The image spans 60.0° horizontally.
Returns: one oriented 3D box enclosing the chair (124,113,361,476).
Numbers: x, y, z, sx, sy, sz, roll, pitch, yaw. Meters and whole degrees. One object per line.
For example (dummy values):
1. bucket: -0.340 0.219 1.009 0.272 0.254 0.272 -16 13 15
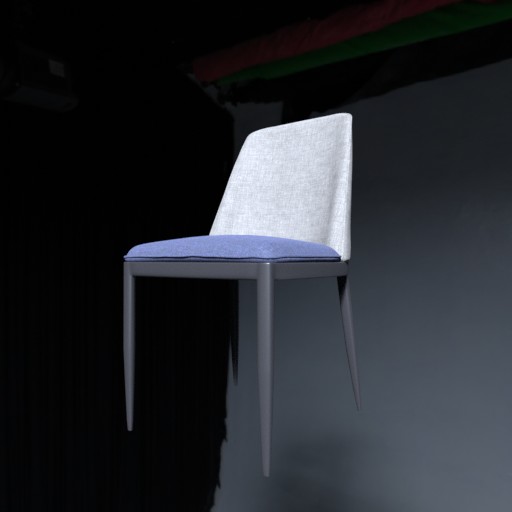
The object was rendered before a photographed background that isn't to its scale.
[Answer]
1. chair: 0.000 0.000 1.185 0.488 0.855 0.550 0 0 35
